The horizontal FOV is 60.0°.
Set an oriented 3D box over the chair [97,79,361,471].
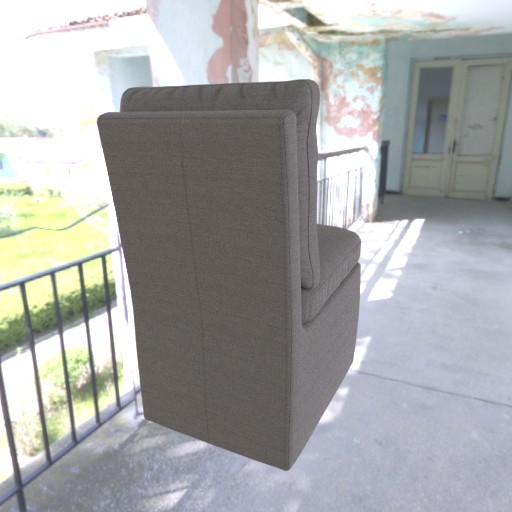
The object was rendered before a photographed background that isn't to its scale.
[{"bbox_3d":[0.000,0.000,1.311,0.503,0.927,0.698,8,19,26],"label":"chair"}]
